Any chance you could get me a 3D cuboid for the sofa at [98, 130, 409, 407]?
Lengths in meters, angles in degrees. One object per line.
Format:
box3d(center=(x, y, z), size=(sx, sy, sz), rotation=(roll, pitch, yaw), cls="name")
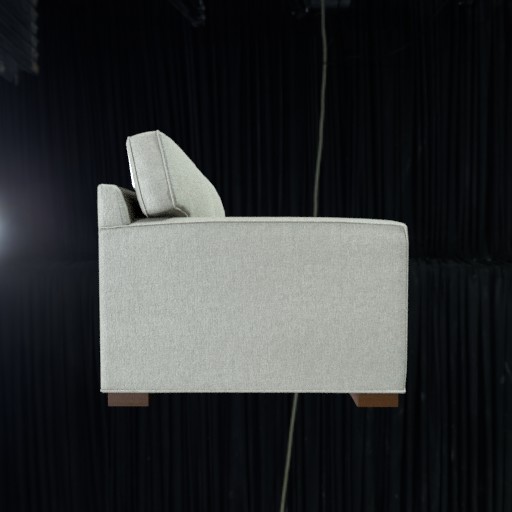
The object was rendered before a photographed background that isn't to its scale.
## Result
box3d(center=(0.000, 0.000, 2.058), size=(0.940, 0.853, 1.484), rotation=(0, 3, 0), cls="sofa")
